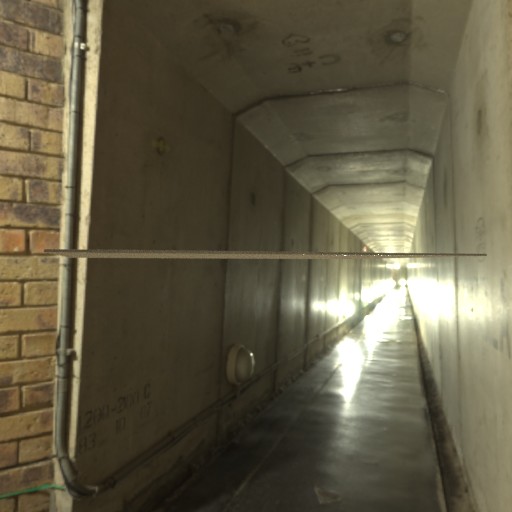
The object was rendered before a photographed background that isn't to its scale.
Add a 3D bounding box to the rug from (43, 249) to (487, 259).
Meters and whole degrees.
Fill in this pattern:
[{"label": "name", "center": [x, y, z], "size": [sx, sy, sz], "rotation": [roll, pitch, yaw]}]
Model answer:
[{"label": "rug", "center": [0.000, 0.000, 3.000], "size": [2.438, 0.014, 1.524], "rotation": [0, -1, -19]}]
